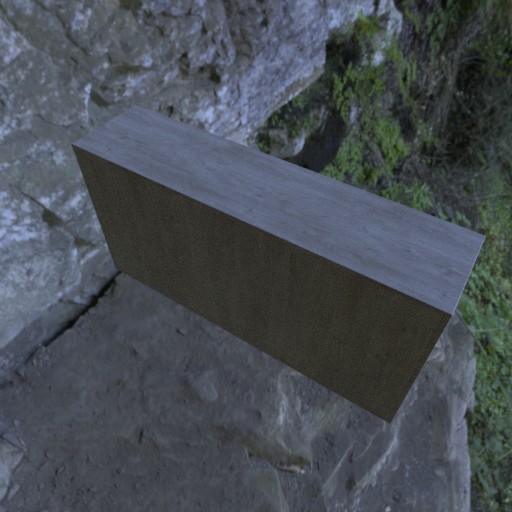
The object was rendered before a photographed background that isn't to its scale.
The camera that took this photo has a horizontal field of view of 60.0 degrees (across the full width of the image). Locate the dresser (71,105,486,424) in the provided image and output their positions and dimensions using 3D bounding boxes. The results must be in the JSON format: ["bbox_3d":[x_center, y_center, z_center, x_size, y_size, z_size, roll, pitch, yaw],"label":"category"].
[{"bbox_3d":[0.000,0.000,1.959,1.590,0.795,0.390,25,53,21],"label":"dresser"}]
